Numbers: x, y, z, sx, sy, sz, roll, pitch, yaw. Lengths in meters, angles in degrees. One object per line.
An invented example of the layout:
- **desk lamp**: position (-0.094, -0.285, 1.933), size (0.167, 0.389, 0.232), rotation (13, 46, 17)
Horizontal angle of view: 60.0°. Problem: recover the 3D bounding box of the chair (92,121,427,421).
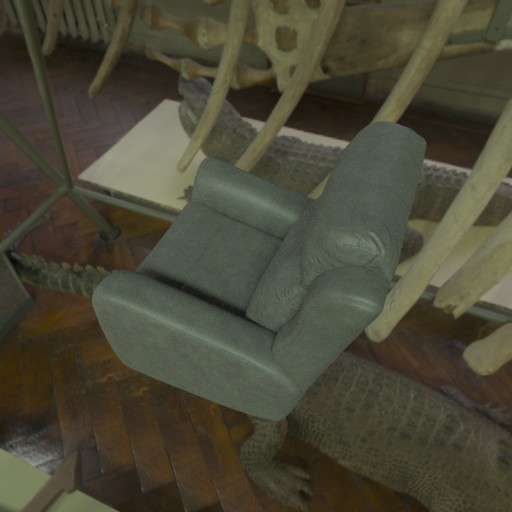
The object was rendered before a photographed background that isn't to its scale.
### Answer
- **chair**: position (0.000, 0.000, 1.864), size (1.068, 1.116, 0.965), rotation (17, 50, 15)
